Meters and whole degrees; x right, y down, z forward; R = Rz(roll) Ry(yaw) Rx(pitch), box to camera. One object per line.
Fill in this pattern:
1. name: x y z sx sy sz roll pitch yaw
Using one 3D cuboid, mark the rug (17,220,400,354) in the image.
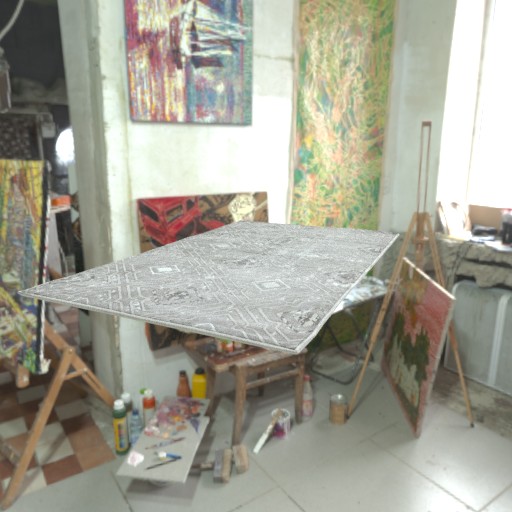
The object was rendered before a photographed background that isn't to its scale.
1. rug: 0.000 0.000 3.009 1.537 0.036 2.447 7 16 25
